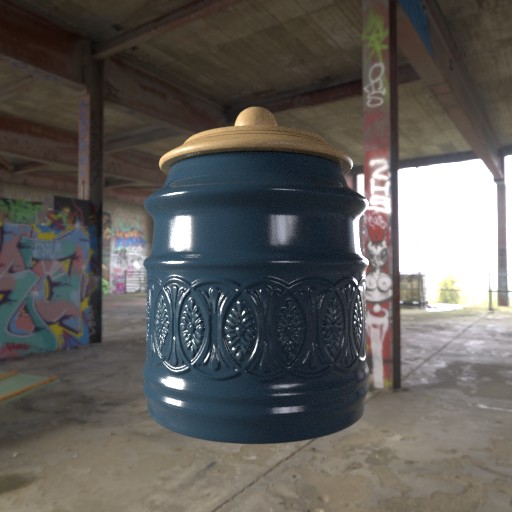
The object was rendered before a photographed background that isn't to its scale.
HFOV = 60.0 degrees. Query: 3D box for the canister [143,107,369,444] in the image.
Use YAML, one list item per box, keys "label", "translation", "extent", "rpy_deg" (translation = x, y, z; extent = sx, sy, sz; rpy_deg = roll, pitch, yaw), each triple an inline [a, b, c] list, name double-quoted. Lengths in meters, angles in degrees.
- label: "canister"
  translation: [0.000, 0.000, 0.263]
  extent: [0.130, 0.176, 0.130]
  rpy_deg: [0, -1, 0]
